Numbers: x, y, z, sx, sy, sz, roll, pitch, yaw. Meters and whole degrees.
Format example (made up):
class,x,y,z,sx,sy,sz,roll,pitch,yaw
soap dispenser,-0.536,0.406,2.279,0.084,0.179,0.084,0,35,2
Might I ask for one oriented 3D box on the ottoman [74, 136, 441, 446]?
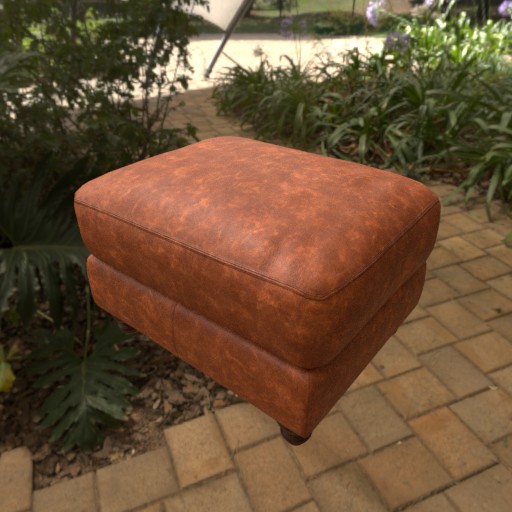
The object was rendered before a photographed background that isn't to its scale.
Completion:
class,x,y,z,sx,sy,sz,roll,pitch,yaw
ottoman,0.000,0.000,1.265,0.832,0.562,0.657,22,37,33
